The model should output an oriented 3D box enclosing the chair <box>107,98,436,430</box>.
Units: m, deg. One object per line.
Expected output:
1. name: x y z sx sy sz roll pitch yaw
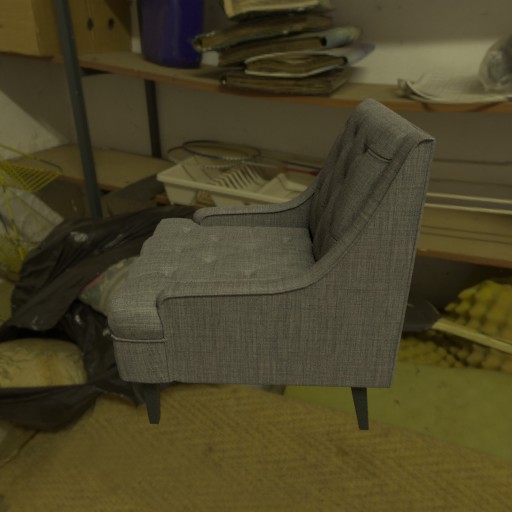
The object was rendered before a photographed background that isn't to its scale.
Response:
1. chair: 0.000 0.000 1.393 0.771 0.891 0.655 1 27 2
